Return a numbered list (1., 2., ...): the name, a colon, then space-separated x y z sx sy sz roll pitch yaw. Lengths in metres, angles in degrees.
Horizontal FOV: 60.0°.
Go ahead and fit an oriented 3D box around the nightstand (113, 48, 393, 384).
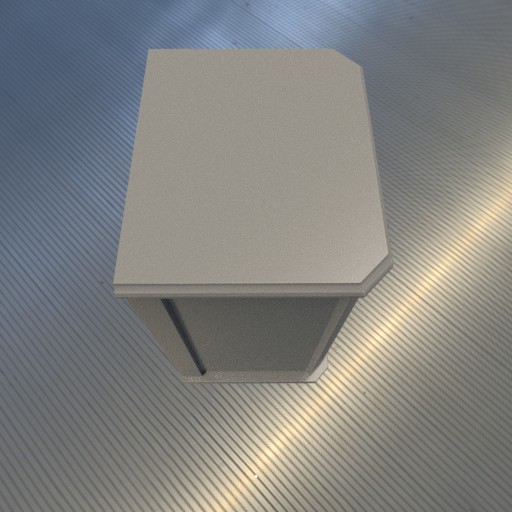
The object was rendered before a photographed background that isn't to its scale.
1. nightstand: 0.000 0.000 0.931 0.348 0.680 0.435 0 64 0
